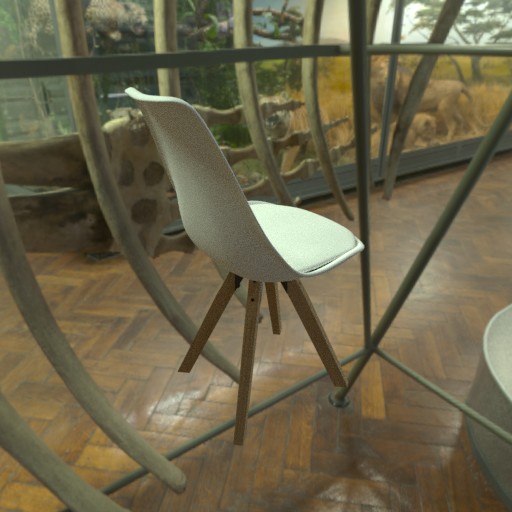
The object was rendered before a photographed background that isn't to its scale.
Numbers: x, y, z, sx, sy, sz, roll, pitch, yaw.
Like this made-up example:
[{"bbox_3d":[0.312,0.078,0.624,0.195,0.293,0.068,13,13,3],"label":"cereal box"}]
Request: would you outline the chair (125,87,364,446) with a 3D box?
[{"bbox_3d":[0.000,0.000,1.173,0.550,0.849,0.485,-17,31,-30],"label":"chair"}]
